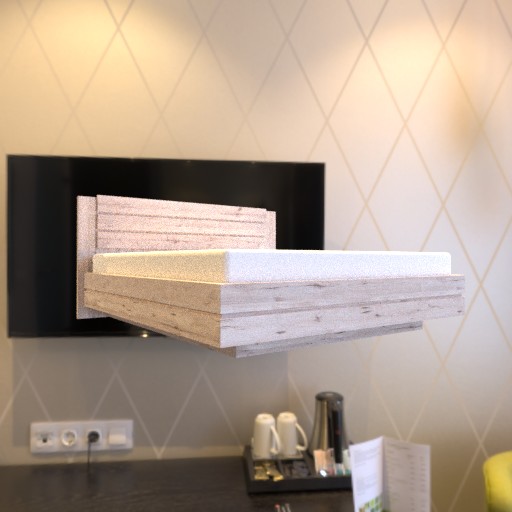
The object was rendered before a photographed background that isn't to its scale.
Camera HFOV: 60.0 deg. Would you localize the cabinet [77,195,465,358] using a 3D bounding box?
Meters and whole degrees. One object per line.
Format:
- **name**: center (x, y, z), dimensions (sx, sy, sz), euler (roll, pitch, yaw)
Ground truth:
- **cabinet**: center (0.000, 0.000, 3.193), dimensions (1.950, 0.970, 2.080), euler (0, -1, -36)
